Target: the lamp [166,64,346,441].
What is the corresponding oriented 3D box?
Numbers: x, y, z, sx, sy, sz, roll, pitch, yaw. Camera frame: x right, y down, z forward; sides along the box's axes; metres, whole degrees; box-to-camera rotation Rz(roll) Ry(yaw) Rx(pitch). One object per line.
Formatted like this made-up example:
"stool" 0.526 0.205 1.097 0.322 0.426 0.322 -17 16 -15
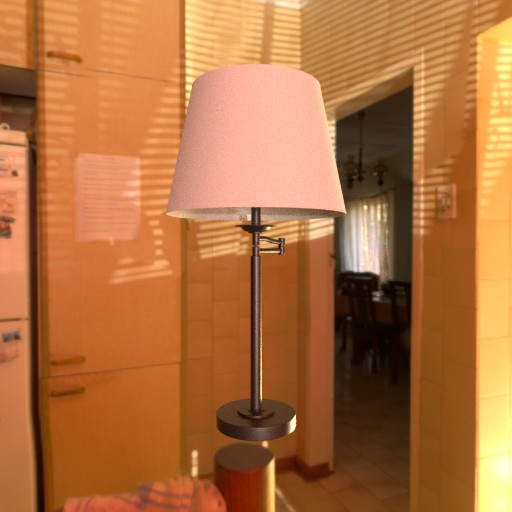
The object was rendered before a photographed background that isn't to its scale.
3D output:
"lamp" 0.000 0.000 0.910 0.363 0.696 0.363 0 1 0
